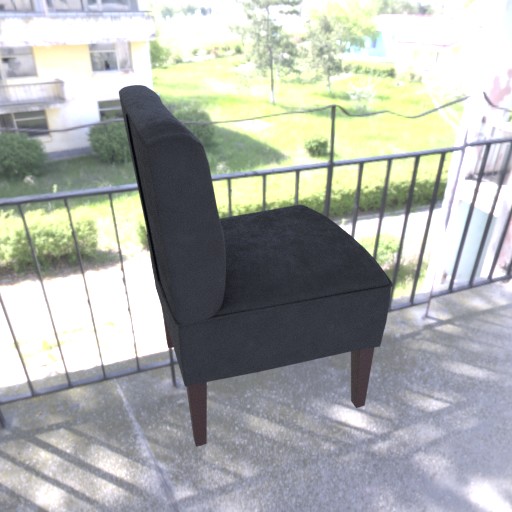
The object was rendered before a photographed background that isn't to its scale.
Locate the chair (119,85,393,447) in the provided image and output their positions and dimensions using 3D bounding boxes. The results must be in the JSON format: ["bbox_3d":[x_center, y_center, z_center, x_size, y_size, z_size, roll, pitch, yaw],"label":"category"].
[{"bbox_3d":[0.000,0.000,1.148,0.554,0.806,0.521,-10,32,-17],"label":"chair"}]
